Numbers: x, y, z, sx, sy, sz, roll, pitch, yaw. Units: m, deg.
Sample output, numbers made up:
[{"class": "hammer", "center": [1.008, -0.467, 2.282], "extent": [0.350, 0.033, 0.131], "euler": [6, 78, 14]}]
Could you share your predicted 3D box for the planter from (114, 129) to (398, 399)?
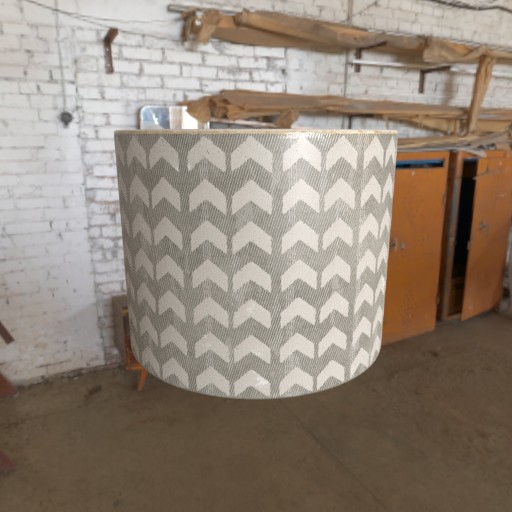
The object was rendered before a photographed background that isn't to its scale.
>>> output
[{"class": "planter", "center": [0.000, 0.000, 0.333], "extent": [0.190, 0.181, 0.190], "euler": [0, 15, 0]}]
